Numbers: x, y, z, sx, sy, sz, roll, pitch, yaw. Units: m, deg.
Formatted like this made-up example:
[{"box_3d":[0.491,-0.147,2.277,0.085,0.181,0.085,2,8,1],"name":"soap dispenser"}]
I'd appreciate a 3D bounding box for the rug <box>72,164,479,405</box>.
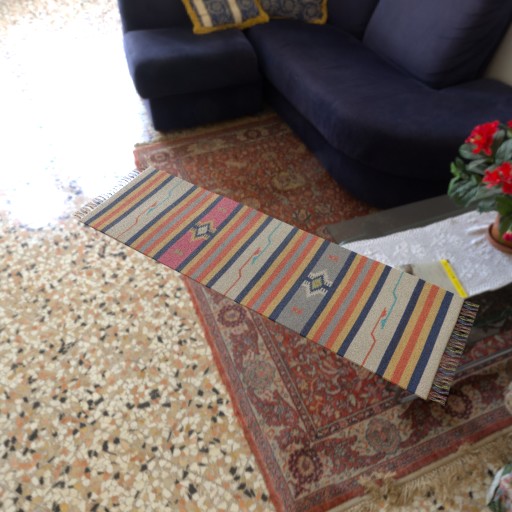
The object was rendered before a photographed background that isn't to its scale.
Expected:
[{"box_3d":[0.000,0.000,2.663,2.455,0.017,0.695,25,52,21],"name":"rug"}]
